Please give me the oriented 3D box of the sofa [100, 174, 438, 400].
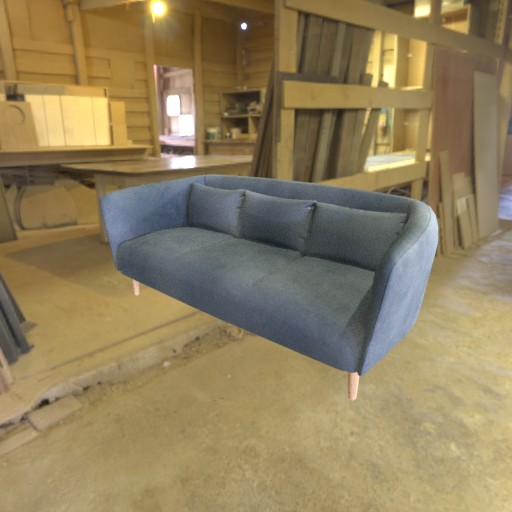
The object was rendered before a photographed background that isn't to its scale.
[{"bbox_3d":[0.000,0.000,2.567,2.095,0.795,0.849,16,23,42],"label":"sofa"}]
